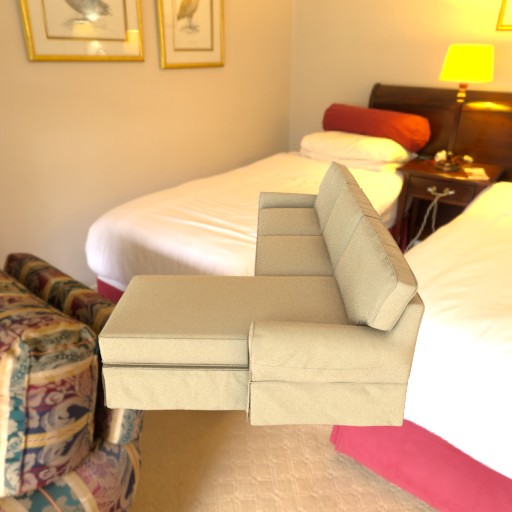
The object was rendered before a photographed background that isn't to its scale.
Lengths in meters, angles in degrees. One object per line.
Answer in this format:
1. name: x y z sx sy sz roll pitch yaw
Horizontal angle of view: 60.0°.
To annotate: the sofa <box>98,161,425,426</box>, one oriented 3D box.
1. sofa: 0.000 0.000 3.387 1.733 0.978 2.475 1 25 1
